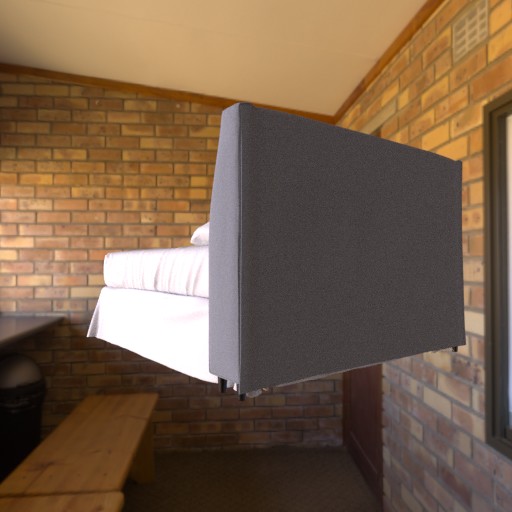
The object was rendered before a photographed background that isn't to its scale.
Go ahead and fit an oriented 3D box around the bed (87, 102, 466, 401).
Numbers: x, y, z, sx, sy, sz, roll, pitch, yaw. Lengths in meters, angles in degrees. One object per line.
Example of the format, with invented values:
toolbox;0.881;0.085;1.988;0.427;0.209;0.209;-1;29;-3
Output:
bed;0.000;0.000;3.374;1.925;1.332;2.276;1;-1;-37
